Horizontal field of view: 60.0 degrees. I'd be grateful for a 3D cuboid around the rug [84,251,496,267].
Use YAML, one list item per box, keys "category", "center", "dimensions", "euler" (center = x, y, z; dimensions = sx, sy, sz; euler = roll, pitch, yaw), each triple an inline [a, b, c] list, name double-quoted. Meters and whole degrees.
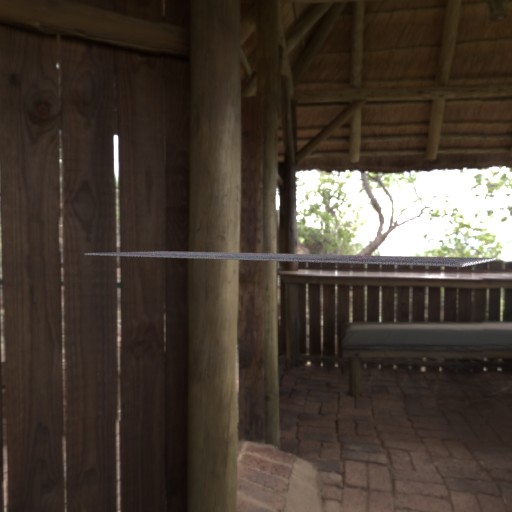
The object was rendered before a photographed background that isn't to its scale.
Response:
- category: "rug"
  center: [0.000, 0.000, 1.980]
  dimensions: [1.827, 0.012, 0.553]
  euler: [1, 2, 37]
